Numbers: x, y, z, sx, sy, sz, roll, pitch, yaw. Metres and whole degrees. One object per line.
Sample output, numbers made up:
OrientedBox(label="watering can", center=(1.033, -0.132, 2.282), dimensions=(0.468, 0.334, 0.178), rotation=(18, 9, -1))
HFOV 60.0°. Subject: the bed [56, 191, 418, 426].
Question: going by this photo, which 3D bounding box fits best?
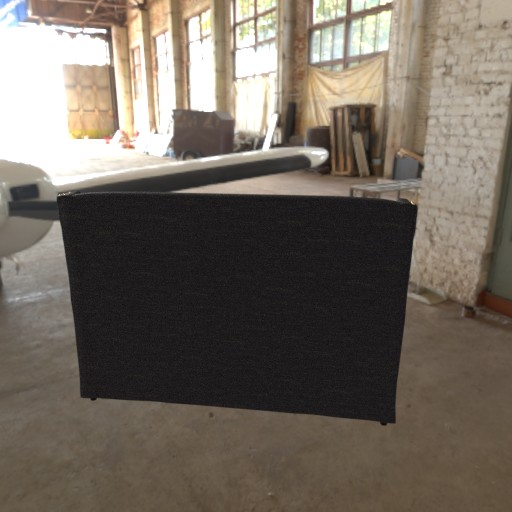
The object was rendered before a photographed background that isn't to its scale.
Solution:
OrientedBox(label="bed", center=(0.000, 0.000, 3.534), dimensions=(1.925, 1.332, 2.276), rotation=(2, 17, 7))
